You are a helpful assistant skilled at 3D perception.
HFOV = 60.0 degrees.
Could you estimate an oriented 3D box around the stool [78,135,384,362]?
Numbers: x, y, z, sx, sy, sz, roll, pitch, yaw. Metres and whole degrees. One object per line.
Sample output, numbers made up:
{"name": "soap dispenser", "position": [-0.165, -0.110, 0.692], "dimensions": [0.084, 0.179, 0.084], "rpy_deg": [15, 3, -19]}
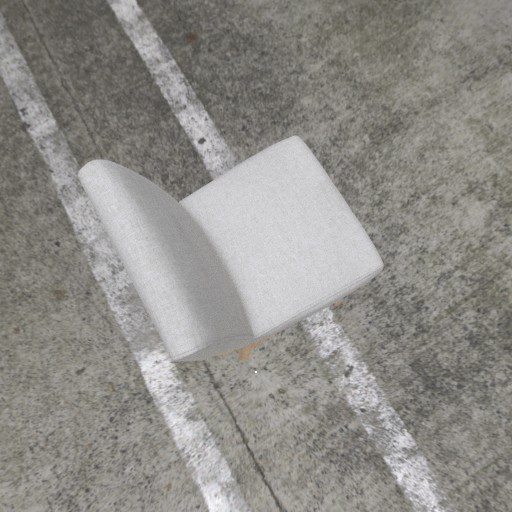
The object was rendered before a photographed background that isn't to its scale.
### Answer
{"name": "stool", "position": [0.000, 0.000, 1.405], "dimensions": [0.606, 1.085, 0.507], "rpy_deg": [-29, 77, -7]}
